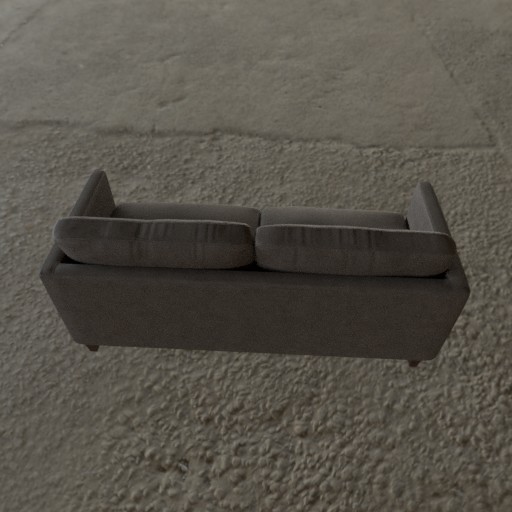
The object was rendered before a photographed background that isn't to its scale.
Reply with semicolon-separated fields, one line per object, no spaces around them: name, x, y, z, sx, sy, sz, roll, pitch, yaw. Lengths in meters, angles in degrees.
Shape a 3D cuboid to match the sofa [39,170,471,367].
sofa;0.000;0.000;2.730;2.208;0.965;0.951;2;46;2
